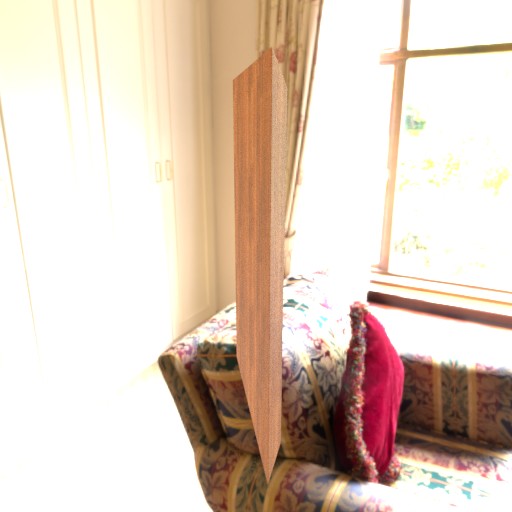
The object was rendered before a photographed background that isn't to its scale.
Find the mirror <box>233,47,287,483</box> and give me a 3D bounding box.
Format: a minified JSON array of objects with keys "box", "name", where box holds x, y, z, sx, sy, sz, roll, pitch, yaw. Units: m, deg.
[{"box":[0.000,0.000,1.286,0.047,1.010,0.651,-3,17,-9],"name":"mirror"}]
